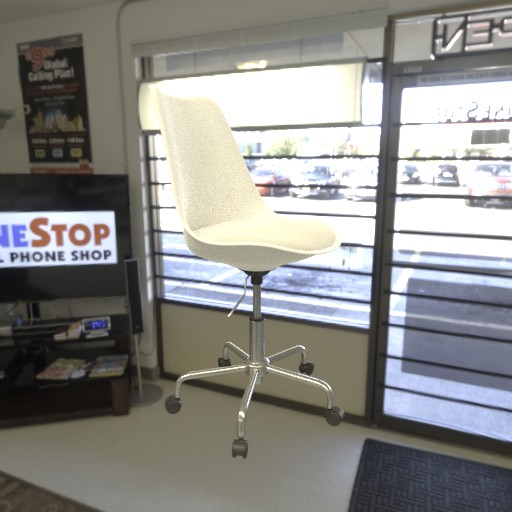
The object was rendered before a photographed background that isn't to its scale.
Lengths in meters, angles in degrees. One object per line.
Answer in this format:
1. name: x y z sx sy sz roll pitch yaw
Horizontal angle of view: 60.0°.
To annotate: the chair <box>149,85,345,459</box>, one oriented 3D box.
1. chair: 0.000 0.000 1.276 0.550 0.930 0.550 6 14 26
